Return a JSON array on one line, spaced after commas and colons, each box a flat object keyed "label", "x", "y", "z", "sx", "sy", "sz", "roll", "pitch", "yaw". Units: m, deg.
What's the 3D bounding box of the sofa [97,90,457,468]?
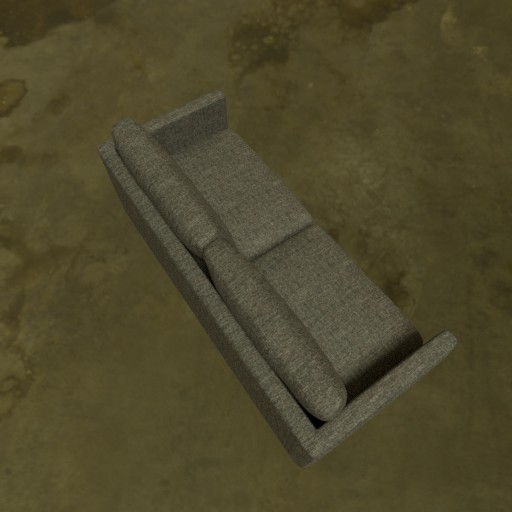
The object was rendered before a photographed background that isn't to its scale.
[{"label": "sofa", "x": 0.000, "y": 0.000, "z": 2.702, "sx": 0.948, "sy": 0.960, "sz": 2.208, "roll": -31, "pitch": 65, "yaw": -16}]
